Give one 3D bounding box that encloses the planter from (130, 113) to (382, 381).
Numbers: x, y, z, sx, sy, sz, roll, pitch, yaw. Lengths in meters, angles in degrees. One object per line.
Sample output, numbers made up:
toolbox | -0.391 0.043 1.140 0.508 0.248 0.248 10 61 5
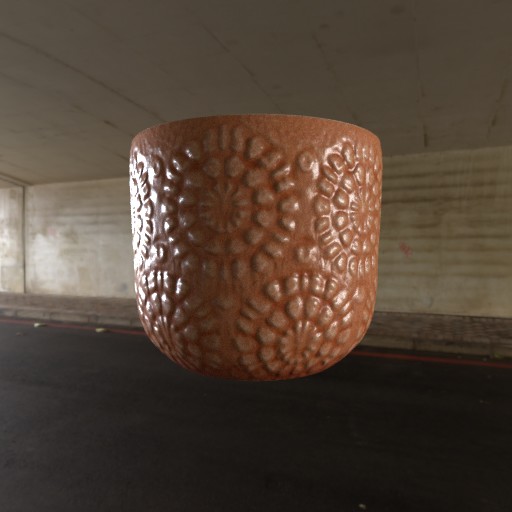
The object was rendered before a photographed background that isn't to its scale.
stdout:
planter | 0.000 0.000 0.227 0.124 0.109 0.124 0 1 0
